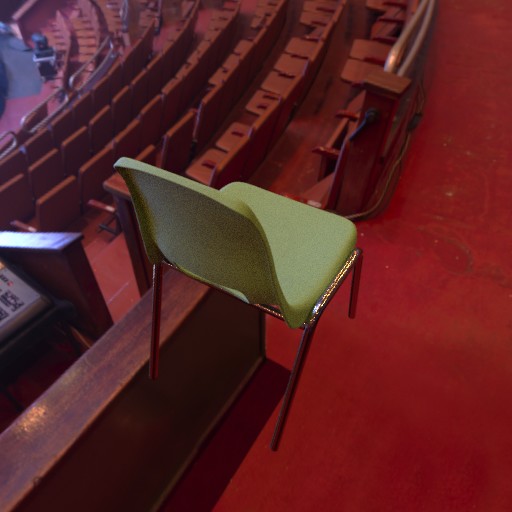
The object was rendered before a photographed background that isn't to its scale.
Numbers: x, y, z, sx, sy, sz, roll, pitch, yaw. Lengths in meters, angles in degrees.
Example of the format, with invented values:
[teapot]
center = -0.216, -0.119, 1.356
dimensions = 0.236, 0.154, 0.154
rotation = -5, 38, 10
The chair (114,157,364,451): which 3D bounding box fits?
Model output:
[chair]
center = 0.000, 0.000, 0.916
dimensions = 0.381, 0.653, 0.436
rotation = 23, 50, 21
